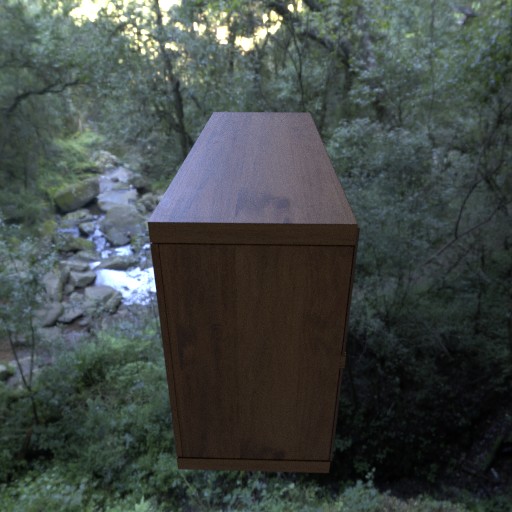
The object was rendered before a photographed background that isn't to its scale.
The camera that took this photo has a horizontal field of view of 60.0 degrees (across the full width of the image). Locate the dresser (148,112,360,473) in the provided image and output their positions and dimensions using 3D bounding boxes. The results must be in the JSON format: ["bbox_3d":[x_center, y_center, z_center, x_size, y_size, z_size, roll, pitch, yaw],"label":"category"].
[{"bbox_3d":[0.000,0.000,1.676,0.479,0.825,1.261,1,28,1],"label":"dresser"}]
